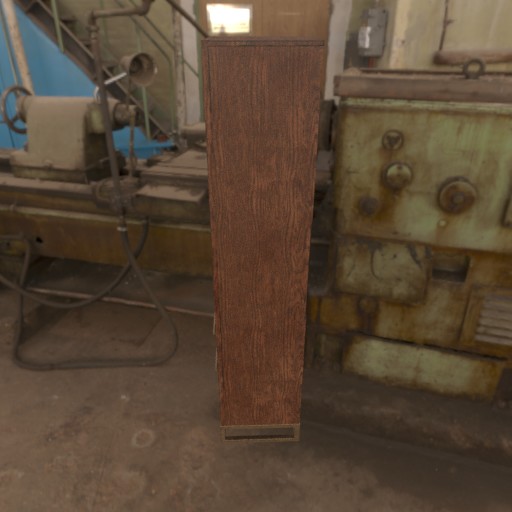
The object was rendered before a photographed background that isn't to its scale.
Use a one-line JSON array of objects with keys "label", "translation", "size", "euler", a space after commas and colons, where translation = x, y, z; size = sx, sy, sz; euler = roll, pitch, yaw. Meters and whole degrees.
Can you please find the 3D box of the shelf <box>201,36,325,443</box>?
[{"label": "shelf", "translation": [0.000, 0.000, 1.962], "size": [0.395, 1.732, 0.539], "euler": [-1, 28, -2]}]
